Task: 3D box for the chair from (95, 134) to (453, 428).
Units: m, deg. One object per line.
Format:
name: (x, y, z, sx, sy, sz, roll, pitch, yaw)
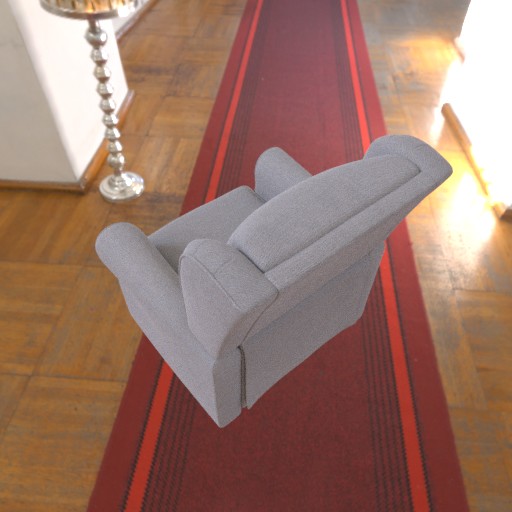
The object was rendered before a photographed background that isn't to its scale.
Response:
chair: (0.000, 0.000, 1.637, 0.906, 0.966, 0.854, -32, 55, -26)
